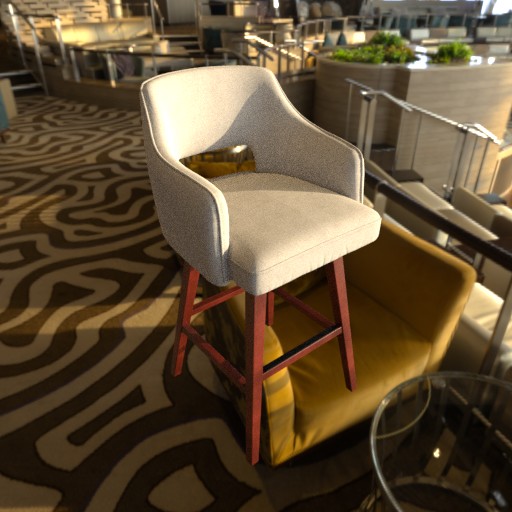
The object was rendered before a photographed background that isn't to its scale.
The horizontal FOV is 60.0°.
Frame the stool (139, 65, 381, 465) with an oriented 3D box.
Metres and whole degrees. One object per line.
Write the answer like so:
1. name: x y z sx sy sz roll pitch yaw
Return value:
1. stool: 0.000 0.000 1.353 0.548 1.012 0.558 -23 38 -33
